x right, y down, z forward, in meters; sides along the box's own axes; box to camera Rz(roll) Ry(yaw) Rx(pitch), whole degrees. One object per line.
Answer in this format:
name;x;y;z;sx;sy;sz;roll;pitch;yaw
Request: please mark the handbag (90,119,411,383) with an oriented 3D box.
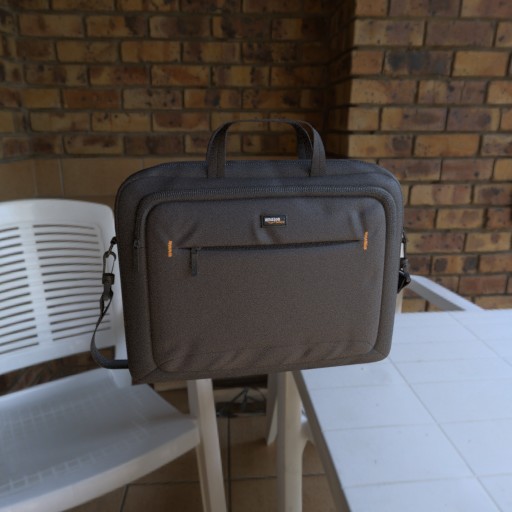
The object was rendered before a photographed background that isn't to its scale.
handbag;0.000;0.000;0.414;0.320;0.244;0.089;-3;16;-10
